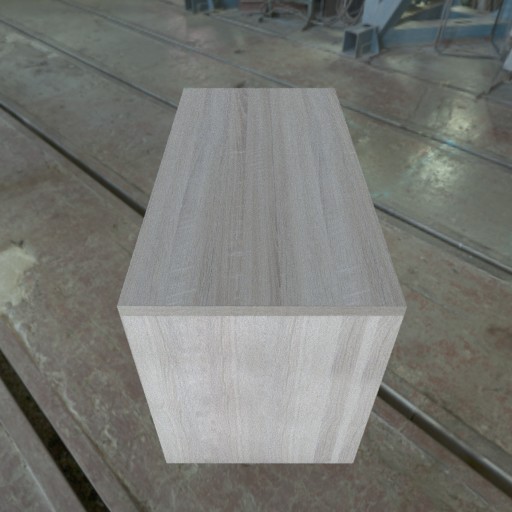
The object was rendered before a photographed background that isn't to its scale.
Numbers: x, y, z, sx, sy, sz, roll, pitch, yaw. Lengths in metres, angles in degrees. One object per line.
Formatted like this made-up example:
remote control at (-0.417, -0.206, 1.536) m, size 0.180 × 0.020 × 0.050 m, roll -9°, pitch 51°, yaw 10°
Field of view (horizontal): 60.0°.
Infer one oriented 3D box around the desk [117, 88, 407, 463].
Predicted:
desk at (0.000, 0.000, 1.530) m, size 0.600 × 0.731 × 1.100 m, roll 0°, pitch 42°, yaw 0°
